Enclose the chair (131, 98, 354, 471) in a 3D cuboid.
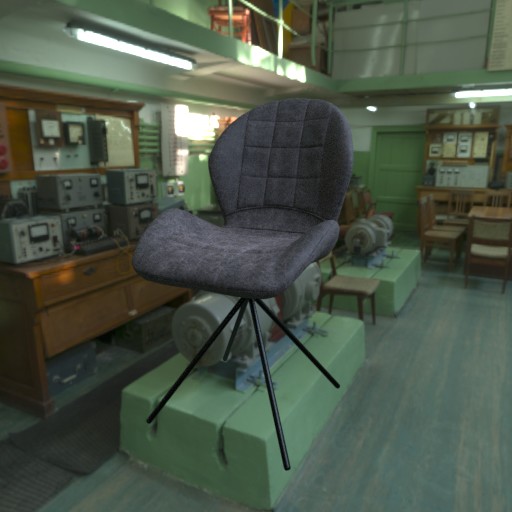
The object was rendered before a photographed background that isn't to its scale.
[{"bbox_3d":[0.000,0.000,1.308,0.527,0.934,0.640,7,15,26],"label":"chair"}]
